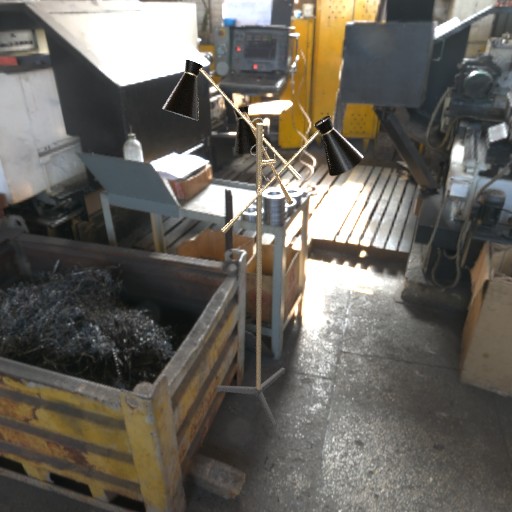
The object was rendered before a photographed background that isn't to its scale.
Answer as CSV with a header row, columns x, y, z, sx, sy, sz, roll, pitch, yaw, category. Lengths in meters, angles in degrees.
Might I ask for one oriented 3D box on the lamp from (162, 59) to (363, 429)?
x,y,z,sx,sy,sz,roll,pitch,yaw,category
0.000,0.000,2.210,0.750,1.804,0.653,-11,32,-18,lamp
